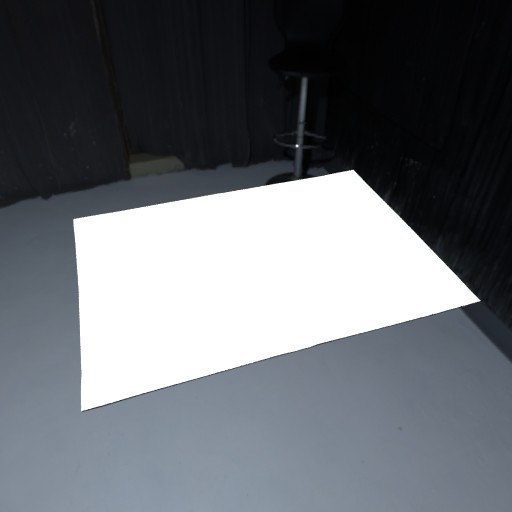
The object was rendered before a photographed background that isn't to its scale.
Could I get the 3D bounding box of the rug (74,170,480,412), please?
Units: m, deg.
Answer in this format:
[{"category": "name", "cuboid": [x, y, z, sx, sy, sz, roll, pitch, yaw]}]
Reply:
[{"category": "rug", "cuboid": [0.000, 0.000, 3.683, 2.869, 0.038, 2.032, -12, 42, -14]}]
